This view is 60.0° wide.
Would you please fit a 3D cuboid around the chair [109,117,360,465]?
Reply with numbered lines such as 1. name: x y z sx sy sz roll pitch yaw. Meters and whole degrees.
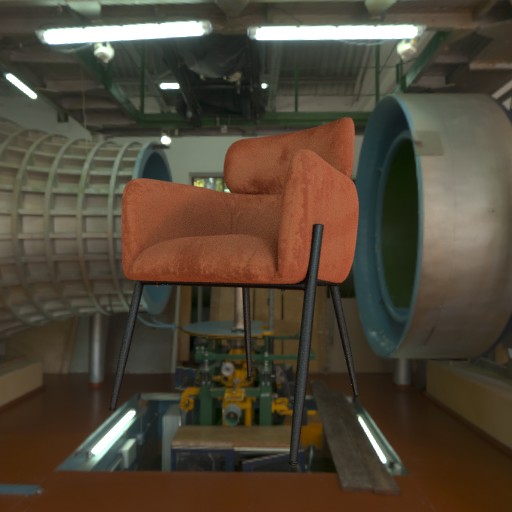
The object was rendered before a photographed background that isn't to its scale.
1. chair: 0.000 0.000 1.160 0.561 0.772 0.523 -1 -2 36
